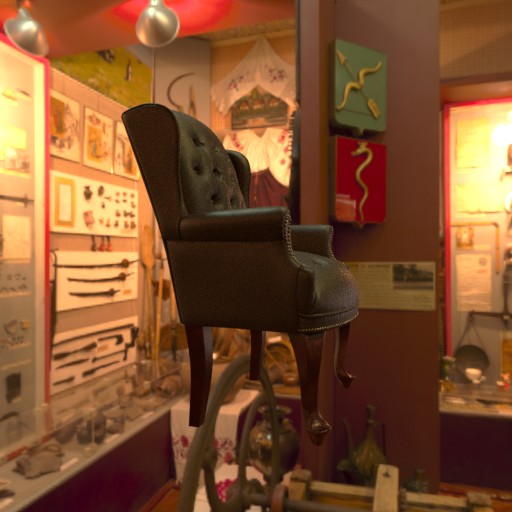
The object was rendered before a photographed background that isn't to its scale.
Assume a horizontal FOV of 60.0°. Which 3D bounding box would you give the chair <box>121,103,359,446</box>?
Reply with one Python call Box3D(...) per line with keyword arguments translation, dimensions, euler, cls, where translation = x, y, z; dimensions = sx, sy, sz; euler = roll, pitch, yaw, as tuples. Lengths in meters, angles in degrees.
Box3D(translation=(0.000, 0.000, 1.693), dimensions=(0.762, 1.111, 0.838), euler=(0, 0, 19), cls="chair")
